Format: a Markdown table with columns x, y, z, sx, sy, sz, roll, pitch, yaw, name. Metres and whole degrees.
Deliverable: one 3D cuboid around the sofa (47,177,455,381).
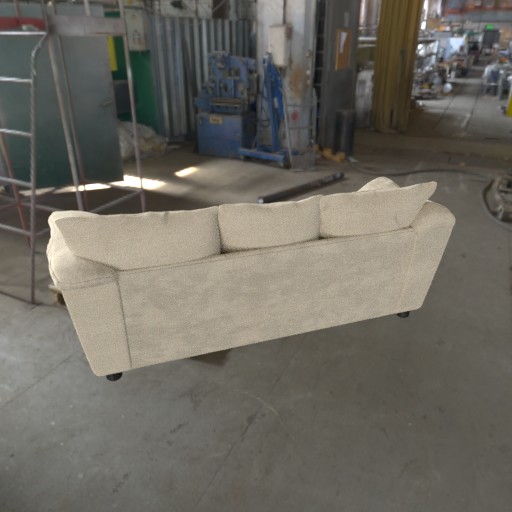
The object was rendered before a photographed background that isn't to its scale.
| x | y | z | sx | sy | sz | roll | pitch | yaw | name |
| --- | --- | --- | --- | --- | --- | --- | --- | --- | --- |
| 0.000 | 0.000 | 2.811 | 2.377 | 0.981 | 0.893 | -9 | 28 | -17 | sofa |
